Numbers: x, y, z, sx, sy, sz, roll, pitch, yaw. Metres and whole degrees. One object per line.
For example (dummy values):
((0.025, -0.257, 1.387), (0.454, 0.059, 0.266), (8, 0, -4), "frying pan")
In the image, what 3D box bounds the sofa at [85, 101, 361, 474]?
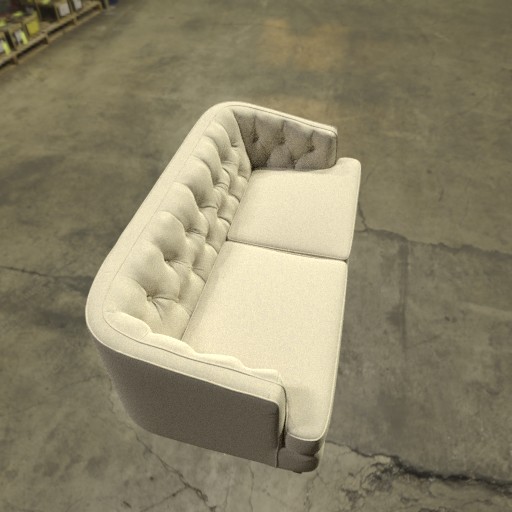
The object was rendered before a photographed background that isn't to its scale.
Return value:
((0.000, 0.000, 2.181), (0.941, 0.855, 1.733), (10, 46, 9), "sofa")
